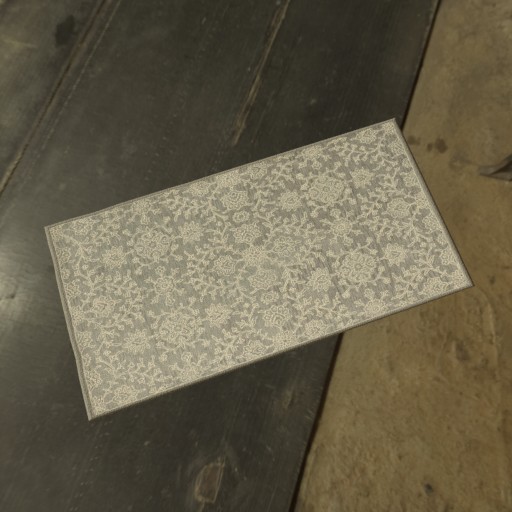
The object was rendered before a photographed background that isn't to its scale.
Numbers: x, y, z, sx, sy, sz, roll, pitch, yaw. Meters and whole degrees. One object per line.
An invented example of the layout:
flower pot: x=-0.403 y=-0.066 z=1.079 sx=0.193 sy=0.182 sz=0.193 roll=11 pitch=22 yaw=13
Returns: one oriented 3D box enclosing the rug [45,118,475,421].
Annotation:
rug: x=0.000 y=0.000 z=3.483 sx=3.048 sy=0.011 sz=1.546 roll=-18 pitch=76 yaw=-5
